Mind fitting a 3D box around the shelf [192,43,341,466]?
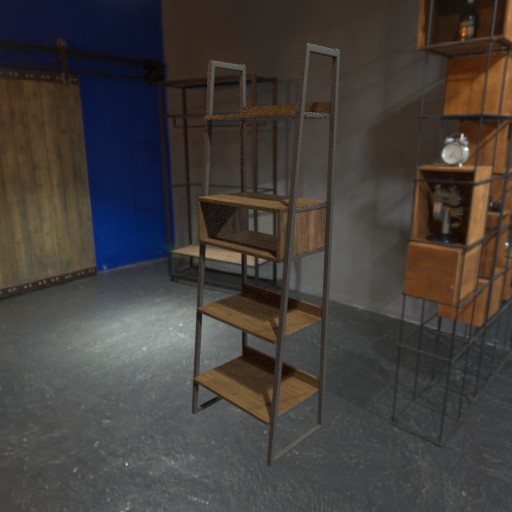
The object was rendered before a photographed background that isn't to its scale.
[{"bbox_3d":[0.000,0.000,2.364,0.652,2.005,0.454,14,21,43],"label":"shelf"}]
